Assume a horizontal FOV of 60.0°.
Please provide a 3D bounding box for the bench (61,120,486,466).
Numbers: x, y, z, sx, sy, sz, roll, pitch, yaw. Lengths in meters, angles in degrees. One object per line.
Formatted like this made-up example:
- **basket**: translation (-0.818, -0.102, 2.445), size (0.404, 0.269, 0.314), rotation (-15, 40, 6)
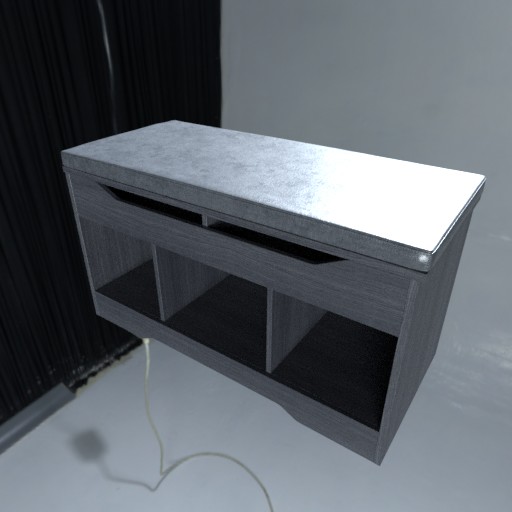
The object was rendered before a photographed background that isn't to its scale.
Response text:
- **bench**: translation (0.000, 0.000, 1.130), size (0.905, 0.501, 0.401), rotation (19, 35, 30)
